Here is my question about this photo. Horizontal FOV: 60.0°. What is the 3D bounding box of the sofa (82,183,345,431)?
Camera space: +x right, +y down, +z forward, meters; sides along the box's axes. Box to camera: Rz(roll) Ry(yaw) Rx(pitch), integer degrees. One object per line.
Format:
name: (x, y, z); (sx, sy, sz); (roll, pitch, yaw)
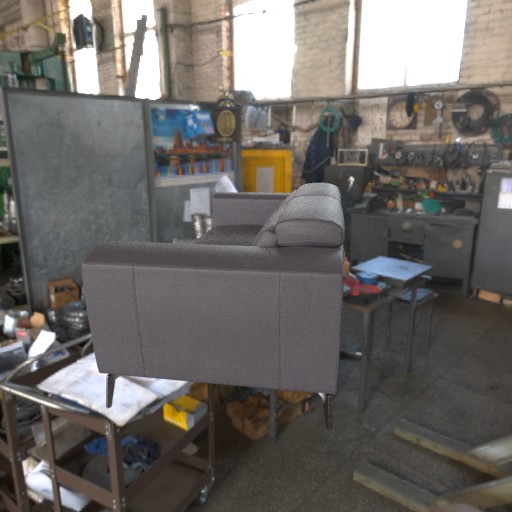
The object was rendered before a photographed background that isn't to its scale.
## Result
sofa: (0.000, 0.000, 2.814); (1.048, 0.814, 2.330); (2, 15, 9)
